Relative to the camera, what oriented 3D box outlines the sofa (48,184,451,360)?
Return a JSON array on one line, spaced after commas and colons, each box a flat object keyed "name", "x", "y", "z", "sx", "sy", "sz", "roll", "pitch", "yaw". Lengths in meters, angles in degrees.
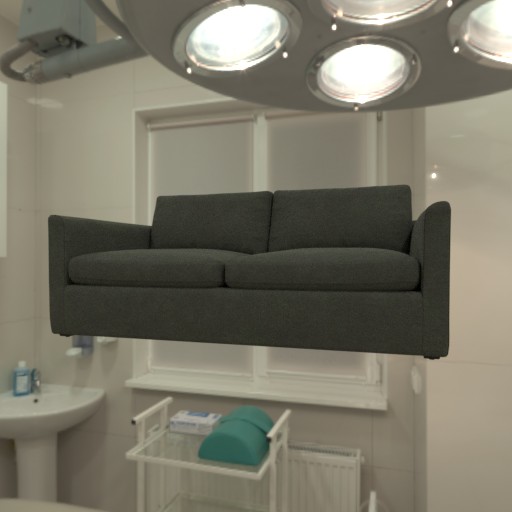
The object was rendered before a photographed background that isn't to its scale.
[{"name": "sofa", "x": 0.000, "y": 0.000, "z": 2.499, "sx": 1.909, "sy": 0.845, "sz": 1.091, "roll": 0, "pitch": 0, "yaw": 17}]
